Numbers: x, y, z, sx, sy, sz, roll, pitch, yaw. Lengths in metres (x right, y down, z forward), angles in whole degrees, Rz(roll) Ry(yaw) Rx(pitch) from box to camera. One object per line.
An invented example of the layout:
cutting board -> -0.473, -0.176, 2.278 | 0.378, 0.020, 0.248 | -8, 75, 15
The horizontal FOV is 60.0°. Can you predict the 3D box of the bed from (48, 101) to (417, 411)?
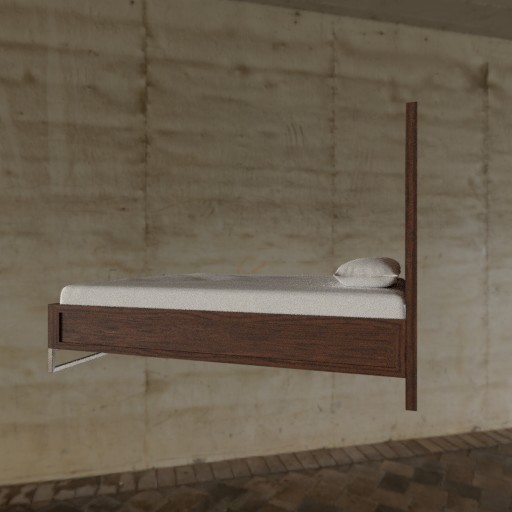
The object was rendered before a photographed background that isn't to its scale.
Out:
bed -> 0.000, 0.000, 3.311 | 2.218, 1.487, 1.765 | 0, 0, 18
